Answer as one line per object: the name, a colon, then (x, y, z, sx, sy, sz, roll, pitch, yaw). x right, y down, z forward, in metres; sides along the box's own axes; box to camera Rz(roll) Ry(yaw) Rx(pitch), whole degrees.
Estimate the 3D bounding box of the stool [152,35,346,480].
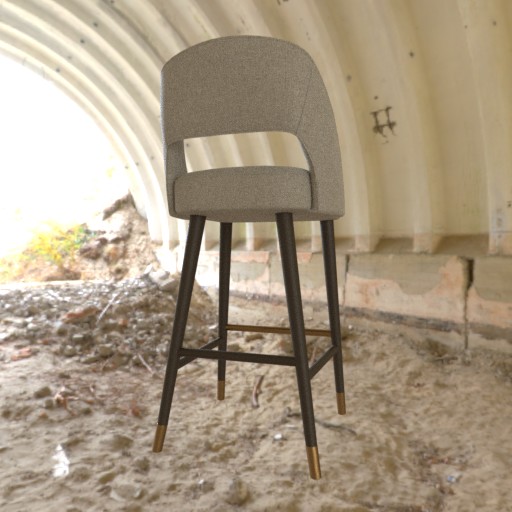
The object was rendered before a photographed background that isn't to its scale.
stool: (0.000, 0.000, 1.281, 0.494, 1.037, 0.509, 0, 1, 19)
